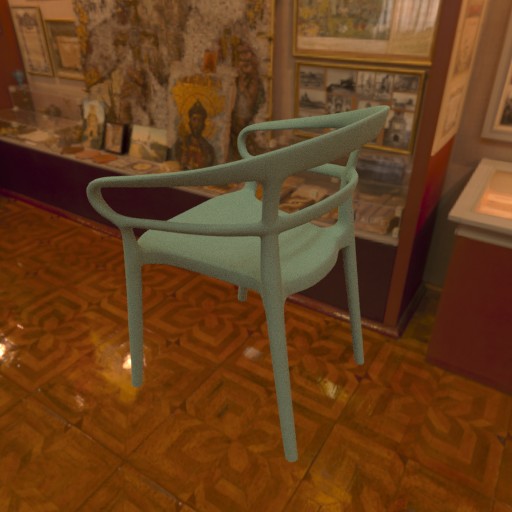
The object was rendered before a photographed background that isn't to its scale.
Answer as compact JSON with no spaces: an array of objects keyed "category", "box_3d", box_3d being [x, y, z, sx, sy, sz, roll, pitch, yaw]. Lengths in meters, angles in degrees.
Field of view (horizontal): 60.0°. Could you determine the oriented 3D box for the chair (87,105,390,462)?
[{"category":"chair","box_3d":[0.000,0.000,1.113,0.527,0.761,0.559,20,36,30]}]
